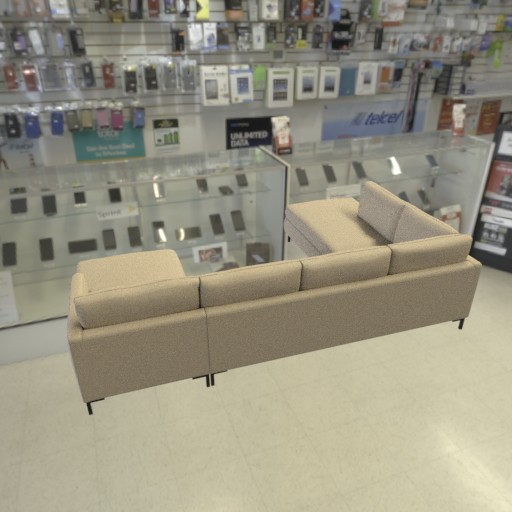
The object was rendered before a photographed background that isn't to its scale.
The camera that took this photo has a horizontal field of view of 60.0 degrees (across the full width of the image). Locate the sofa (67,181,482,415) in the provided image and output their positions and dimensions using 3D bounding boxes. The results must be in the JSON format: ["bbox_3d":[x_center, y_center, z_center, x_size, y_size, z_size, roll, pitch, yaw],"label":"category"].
[{"bbox_3d":[0.000,0.000,3.545,2.737,0.756,1.879,-9,29,-16],"label":"sofa"}]
